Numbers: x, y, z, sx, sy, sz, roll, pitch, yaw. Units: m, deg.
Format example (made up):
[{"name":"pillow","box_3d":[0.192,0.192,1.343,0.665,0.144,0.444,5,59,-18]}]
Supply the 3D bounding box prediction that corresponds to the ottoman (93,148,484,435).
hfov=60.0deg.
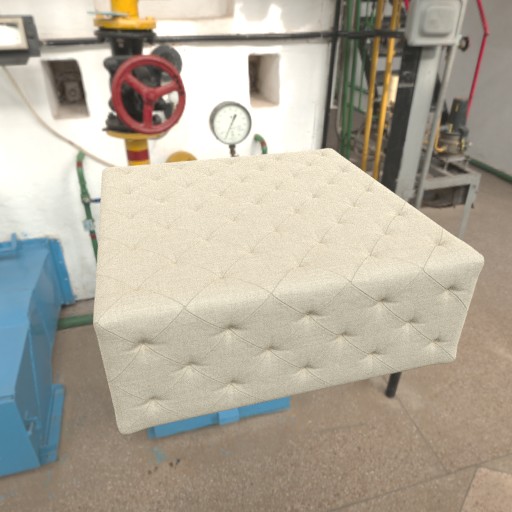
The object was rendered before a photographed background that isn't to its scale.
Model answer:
[{"name":"ottoman","box_3d":[0.000,0.000,1.602,1.028,0.439,1.028,-8,32,-13]}]
